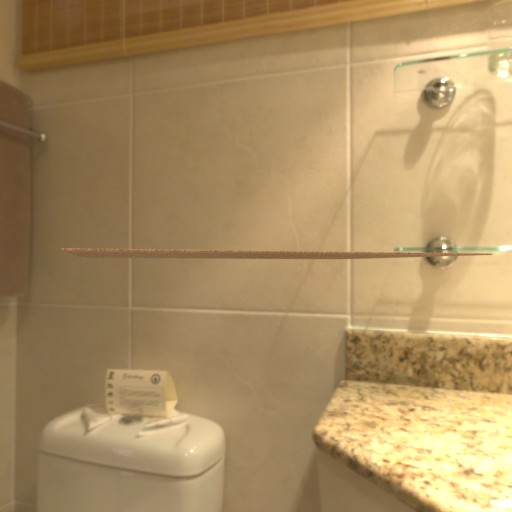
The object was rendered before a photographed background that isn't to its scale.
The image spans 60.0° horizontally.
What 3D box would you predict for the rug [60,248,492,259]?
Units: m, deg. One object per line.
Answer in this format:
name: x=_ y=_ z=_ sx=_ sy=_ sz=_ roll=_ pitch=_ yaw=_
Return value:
rug: x=0.000 y=0.000 z=4.217 sx=3.205 sy=0.013 sz=2.448 roll=0 pitch=-1 yaw=-19
